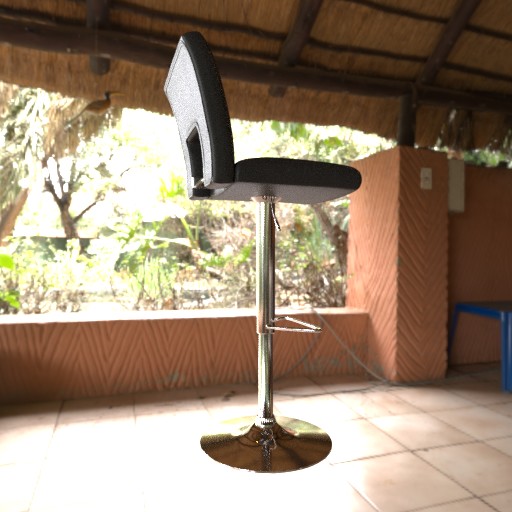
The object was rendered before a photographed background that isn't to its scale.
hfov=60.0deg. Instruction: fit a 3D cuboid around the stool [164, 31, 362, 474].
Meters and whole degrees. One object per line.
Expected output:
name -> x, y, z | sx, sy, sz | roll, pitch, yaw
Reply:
stool -> 0.000, 0.000, 1.368 | 0.520, 1.151, 0.415 | 0, 0, -18
